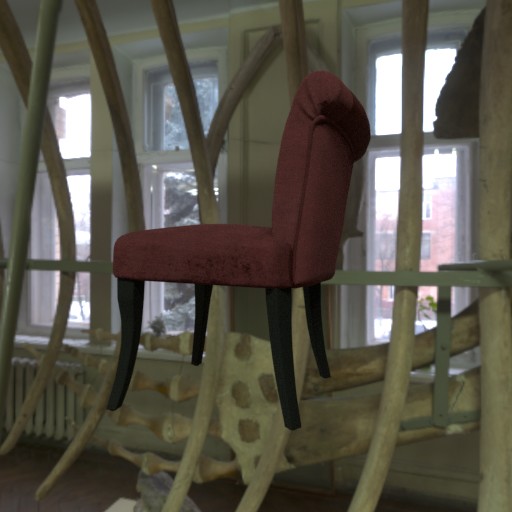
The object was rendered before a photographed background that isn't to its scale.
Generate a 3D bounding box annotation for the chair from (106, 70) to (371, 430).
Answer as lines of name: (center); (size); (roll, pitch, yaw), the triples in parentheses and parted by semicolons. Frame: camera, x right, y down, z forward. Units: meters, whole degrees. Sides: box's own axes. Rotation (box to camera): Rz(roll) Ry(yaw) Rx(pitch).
chair: (0.000, 0.000, 1.212); (0.605, 0.750, 0.582); (0, 0, 18)
